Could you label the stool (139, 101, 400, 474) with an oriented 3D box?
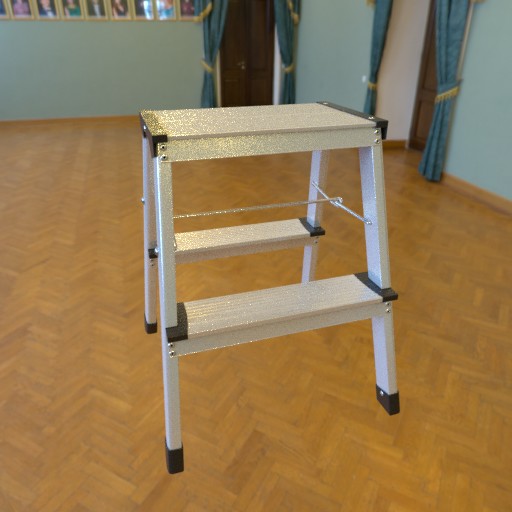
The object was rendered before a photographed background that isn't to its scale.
[{"bbox_3d":[0.000,0.000,0.779,0.404,0.480,0.405,-8,28,-16],"label":"stool"}]
